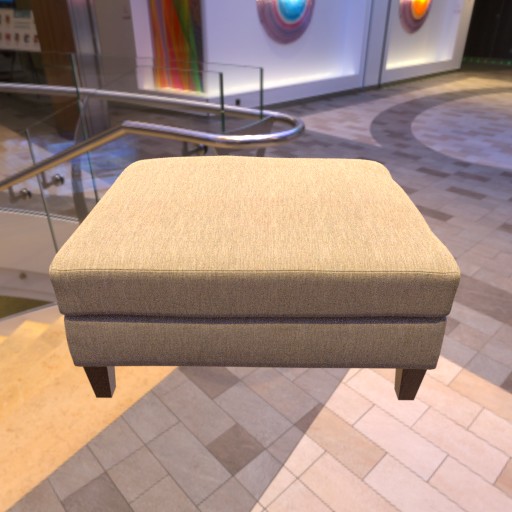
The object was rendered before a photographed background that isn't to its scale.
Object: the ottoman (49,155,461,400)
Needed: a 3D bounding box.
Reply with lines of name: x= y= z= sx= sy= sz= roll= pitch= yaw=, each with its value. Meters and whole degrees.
ottoman: x=0.000 y=0.000 z=1.460 sx=0.976 sy=0.492 sz=0.836 roll=0 pitch=30 yaw=1
